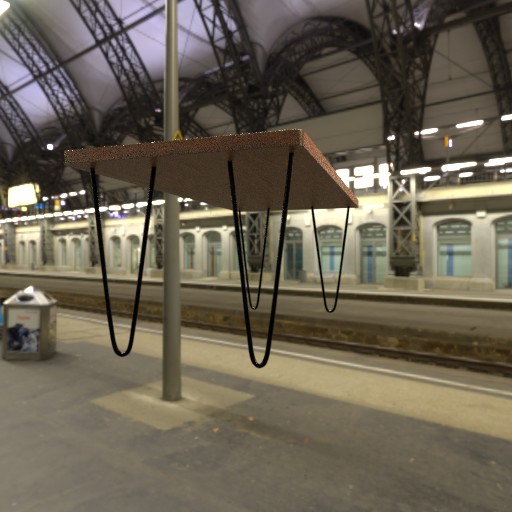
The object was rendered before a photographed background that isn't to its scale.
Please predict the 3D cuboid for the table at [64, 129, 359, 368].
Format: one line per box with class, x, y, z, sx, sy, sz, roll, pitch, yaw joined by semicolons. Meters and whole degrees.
table;0.000;0.000;2.302;0.883;0.753;1.791;0;0;18
